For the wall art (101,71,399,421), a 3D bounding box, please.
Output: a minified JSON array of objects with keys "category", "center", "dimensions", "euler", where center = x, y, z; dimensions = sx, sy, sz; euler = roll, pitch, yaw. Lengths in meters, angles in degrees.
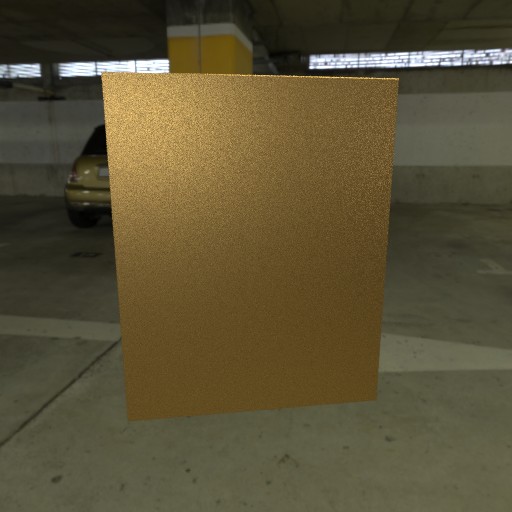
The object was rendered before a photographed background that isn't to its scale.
[{"category":"wall art","center":[0.000,0.000,1.006],"dimensions":[0.610,0.762,0.038],"euler":[-2,14,-8]}]
